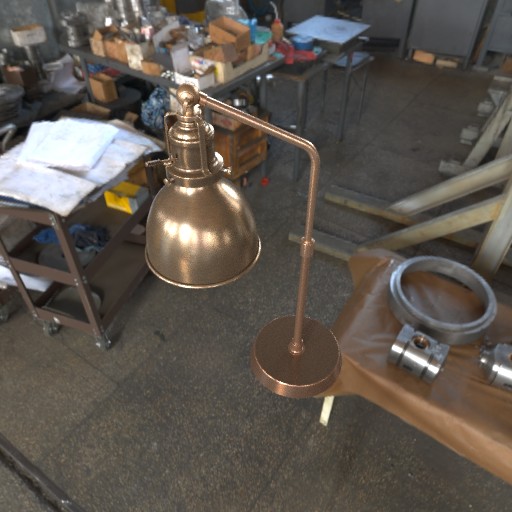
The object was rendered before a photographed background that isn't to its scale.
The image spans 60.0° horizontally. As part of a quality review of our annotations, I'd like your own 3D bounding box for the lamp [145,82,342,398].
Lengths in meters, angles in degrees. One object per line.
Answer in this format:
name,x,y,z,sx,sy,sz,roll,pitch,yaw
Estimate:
lamp,0.000,0.000,0.586,0.286,0.456,0.153,0,43,0
